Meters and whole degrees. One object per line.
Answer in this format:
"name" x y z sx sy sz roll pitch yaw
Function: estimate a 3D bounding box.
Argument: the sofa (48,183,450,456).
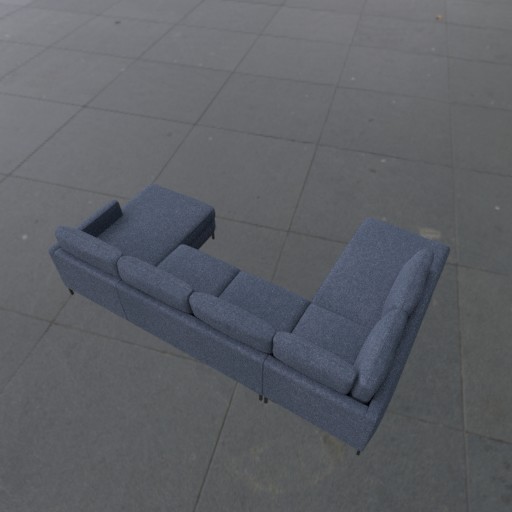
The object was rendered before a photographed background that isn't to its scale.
"sofa" 0.000 0.000 3.934 2.956 0.813 2.007 23 51 21
